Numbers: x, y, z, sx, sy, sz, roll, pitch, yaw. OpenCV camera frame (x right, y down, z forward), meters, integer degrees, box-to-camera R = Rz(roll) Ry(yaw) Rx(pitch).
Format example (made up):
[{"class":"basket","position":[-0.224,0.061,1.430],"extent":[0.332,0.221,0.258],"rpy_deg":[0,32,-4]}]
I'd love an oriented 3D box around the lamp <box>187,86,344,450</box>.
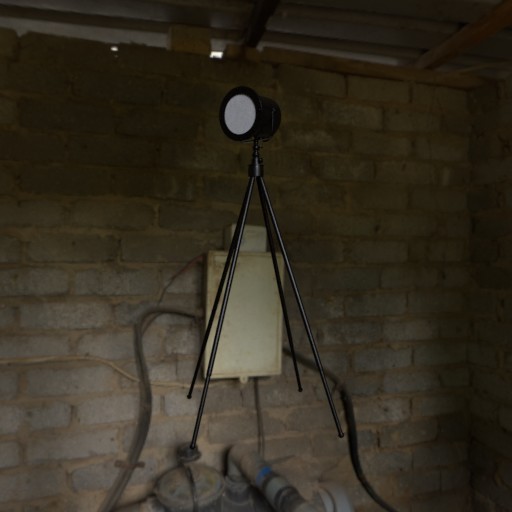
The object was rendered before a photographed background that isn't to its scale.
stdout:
[{"class":"lamp","position":[0.000,0.000,2.072],"extent":[0.879,1.504,0.884],"rpy_deg":[0,1,35]}]
